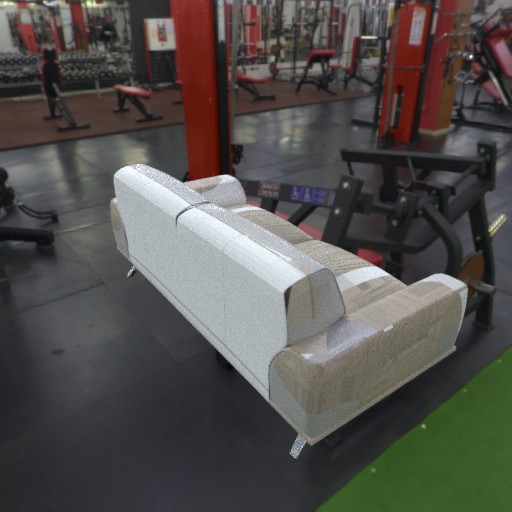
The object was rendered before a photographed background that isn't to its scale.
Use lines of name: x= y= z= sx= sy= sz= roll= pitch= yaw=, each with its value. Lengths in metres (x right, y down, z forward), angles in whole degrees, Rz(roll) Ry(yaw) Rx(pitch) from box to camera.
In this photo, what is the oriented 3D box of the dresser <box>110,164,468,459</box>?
dresser: x=0.000 y=0.000 z=5.796 sx=2.251 sy=1.863 sz=4.679 roll=-19 pitch=33 yaw=-31
